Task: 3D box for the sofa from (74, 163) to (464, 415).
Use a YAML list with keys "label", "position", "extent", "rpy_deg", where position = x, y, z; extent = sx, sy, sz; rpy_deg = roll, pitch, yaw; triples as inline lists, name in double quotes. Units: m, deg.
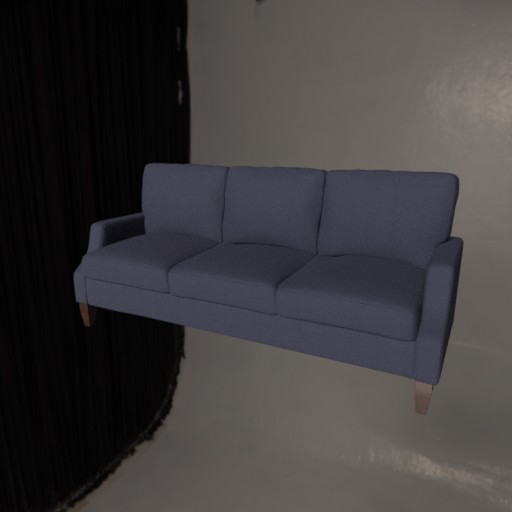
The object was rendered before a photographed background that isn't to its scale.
- label: "sofa"
  position: [0.000, 0.000, 2.552]
  extent: [2.115, 0.984, 0.888]
  rpy_deg: [8, 17, 27]
